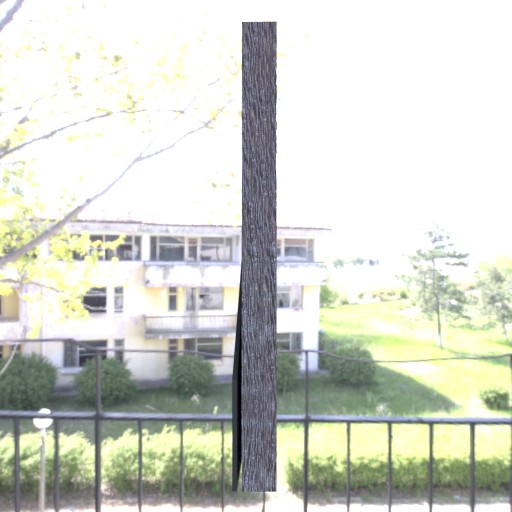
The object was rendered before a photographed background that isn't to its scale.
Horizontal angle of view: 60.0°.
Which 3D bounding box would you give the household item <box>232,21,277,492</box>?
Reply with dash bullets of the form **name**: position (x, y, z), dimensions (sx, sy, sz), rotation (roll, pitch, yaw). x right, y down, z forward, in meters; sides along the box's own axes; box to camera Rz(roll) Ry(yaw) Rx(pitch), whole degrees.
- **household item**: position (0.000, 0.000, 0.278), dimensions (0.020, 0.210, 0.160), rotation (0, 1, 1)
